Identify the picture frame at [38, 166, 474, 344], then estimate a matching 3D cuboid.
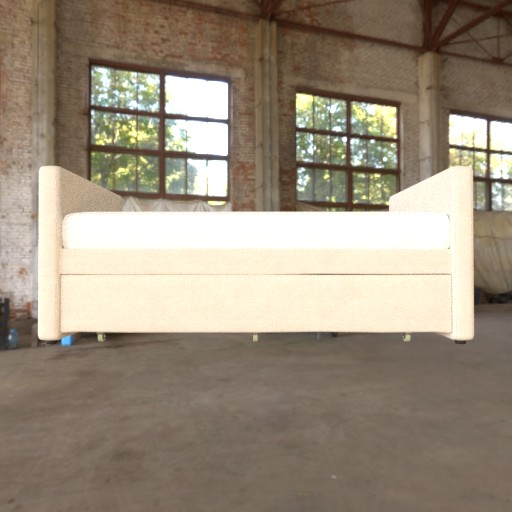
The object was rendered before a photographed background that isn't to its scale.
[{"bbox_3d":[0.000,0.000,2.720,2.161,0.891,1.069,0,-1,0],"label":"picture frame"}]
